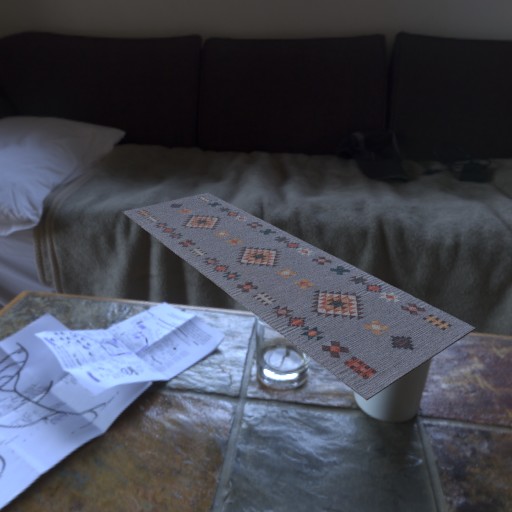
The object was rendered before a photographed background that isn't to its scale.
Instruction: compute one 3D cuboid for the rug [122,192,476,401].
[{"bbox_3d":[0.000,0.000,2.741,0.766,0.008,2.432,-18,32,-32],"label":"rug"}]
